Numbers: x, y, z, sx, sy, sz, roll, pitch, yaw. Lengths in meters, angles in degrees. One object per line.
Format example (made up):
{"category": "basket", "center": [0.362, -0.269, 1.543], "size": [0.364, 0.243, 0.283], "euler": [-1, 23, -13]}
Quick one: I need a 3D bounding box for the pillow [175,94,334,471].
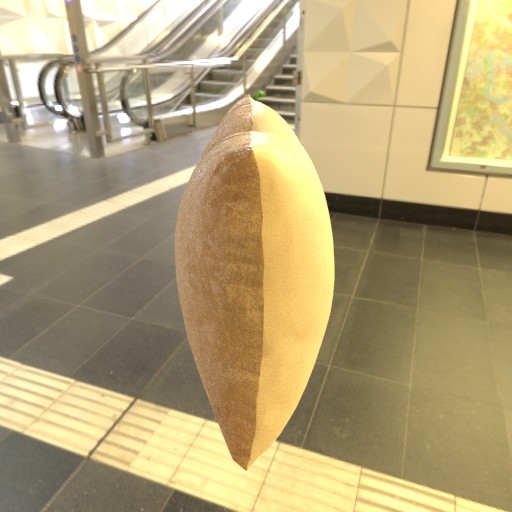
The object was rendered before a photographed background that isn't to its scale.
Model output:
{"category": "pillow", "center": [0.000, 0.000, 0.715], "size": [0.245, 0.448, 0.450], "euler": [0, 27, 1]}
